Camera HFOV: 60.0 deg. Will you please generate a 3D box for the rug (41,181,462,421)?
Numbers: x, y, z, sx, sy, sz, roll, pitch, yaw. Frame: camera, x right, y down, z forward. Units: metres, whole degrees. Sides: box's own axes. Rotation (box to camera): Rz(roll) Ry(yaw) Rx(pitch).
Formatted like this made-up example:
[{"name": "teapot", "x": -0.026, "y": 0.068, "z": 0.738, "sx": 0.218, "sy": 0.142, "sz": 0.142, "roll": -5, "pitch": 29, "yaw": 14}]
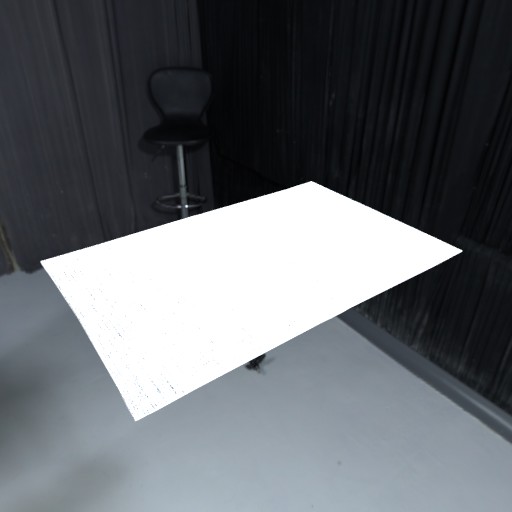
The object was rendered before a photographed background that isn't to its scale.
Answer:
[{"name": "rug", "x": 0.000, "y": 0.000, "z": 2.209, "sx": 1.773, "sy": 0.021, "sz": 1.149, "roll": -21, "pitch": 37, "yaw": -30}]
